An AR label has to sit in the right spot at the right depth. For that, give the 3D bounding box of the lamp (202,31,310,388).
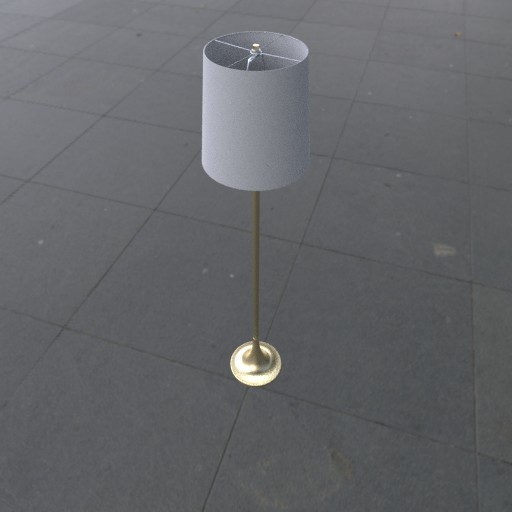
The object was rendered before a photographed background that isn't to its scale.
[{"bbox_3d":[0.000,0.000,1.692,0.337,1.543,0.337,0,45,0],"label":"lamp"}]
